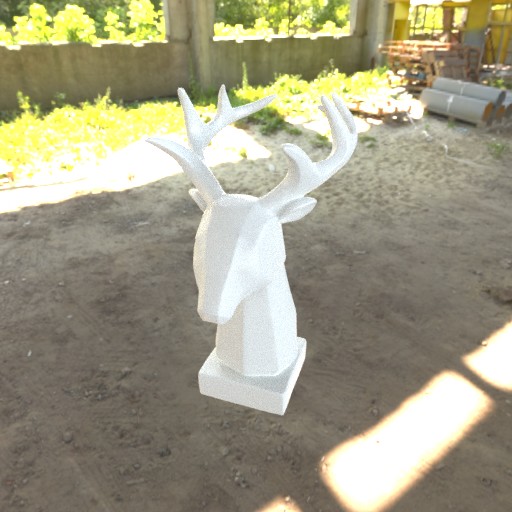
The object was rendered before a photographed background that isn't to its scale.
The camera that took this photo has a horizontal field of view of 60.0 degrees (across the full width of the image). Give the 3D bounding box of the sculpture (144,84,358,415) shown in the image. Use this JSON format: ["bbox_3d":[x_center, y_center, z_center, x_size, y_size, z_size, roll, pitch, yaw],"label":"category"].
[{"bbox_3d":[0.000,0.000,0.470,0.174,0.329,0.224,9,29,17],"label":"sculpture"}]
